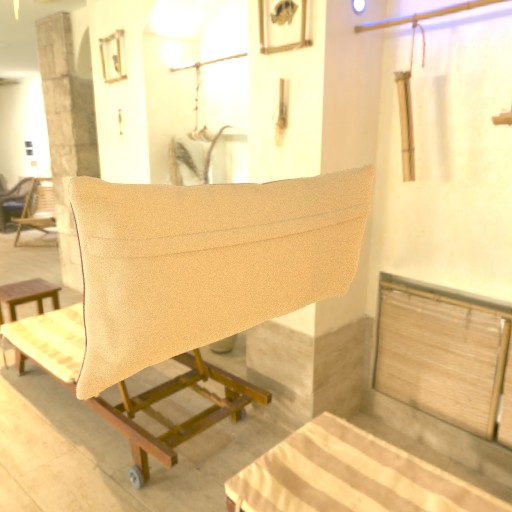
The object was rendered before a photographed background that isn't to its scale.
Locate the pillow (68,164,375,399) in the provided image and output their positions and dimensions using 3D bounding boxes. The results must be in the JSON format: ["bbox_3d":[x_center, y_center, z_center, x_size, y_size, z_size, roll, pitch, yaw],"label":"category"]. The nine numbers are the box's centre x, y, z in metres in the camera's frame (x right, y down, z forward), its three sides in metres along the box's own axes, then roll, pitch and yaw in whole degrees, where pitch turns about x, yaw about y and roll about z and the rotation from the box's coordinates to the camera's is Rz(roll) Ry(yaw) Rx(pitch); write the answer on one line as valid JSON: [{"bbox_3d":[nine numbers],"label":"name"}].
[{"bbox_3d":[0.000,0.000,0.733,0.609,0.292,0.155,-13,20,-42],"label":"pillow"}]
